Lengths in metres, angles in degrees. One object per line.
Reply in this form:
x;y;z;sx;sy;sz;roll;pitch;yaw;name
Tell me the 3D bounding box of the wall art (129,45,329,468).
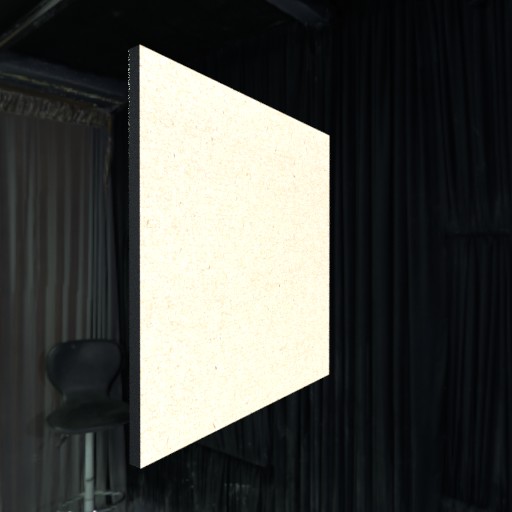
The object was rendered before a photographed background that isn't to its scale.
0.000;0.000;1.134;0.031;0.775;0.773;0;1;36;wall art
